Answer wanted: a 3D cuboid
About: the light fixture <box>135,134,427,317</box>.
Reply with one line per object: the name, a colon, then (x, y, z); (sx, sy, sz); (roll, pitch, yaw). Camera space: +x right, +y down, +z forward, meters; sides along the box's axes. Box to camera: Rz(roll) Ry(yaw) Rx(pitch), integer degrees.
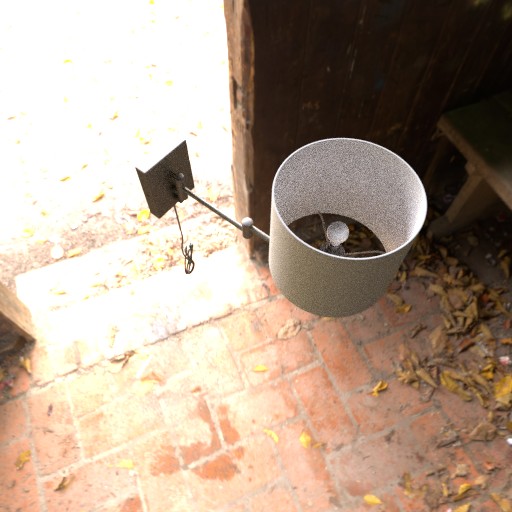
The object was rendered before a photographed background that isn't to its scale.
light fixture: (0.000, 0.000, 0.915); (0.516, 0.651, 0.203); (34, 65, 18)
